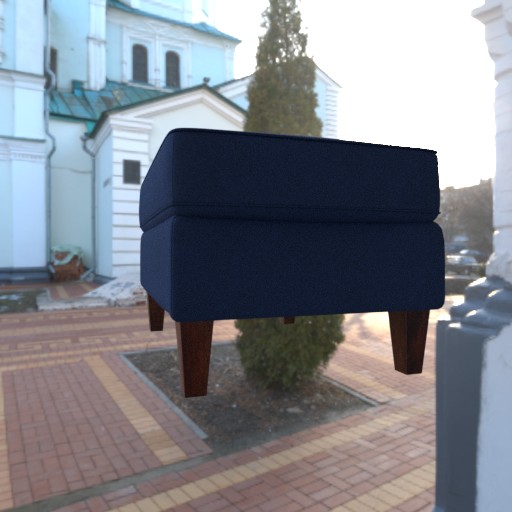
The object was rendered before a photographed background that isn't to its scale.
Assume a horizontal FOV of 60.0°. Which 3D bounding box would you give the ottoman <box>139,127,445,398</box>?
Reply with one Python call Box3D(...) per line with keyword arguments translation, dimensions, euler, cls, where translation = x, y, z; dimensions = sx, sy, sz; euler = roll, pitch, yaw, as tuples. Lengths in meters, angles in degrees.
Box3D(translation=(0.000, 0.000, 1.423), dimensions=(0.686, 0.584, 0.965), euler=(0, 1, -18), cls="ottoman")
